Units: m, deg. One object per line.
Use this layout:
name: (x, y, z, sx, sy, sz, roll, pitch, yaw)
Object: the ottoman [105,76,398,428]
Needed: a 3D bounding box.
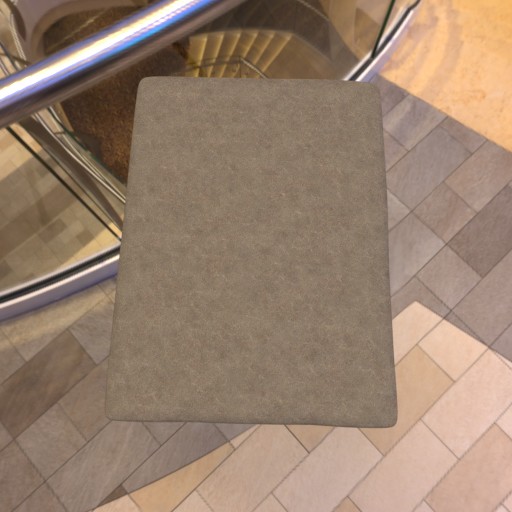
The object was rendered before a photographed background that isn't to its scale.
ottoman: (0.000, 0.000, 1.224, 0.639, 0.464, 0.839, 1, 75, 0)
